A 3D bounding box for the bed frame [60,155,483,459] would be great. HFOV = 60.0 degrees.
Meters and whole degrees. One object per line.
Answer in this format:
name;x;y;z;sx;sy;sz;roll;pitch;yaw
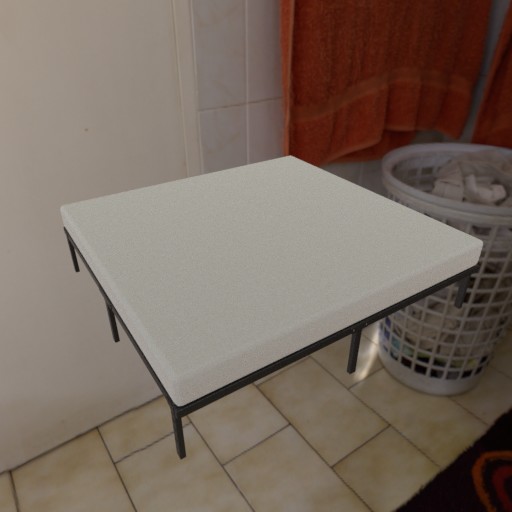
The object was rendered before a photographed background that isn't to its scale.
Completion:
bed frame;0.000;0.000;3.879;2.635;0.680;2.526;-19;36;-28
